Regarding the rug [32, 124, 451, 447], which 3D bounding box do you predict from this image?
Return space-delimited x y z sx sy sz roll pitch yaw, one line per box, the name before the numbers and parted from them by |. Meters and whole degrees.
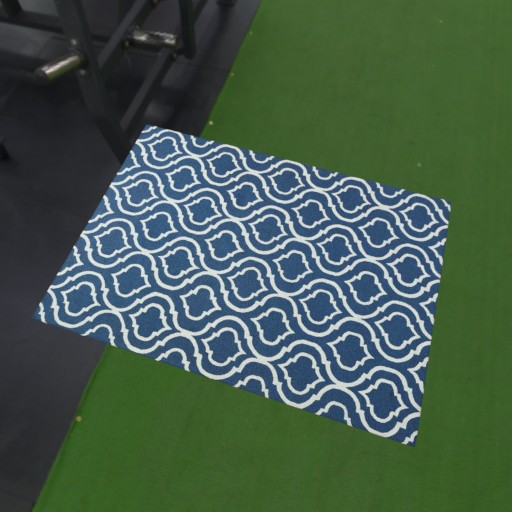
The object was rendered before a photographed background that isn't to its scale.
rug | 0.000 0.000 2.654 2.134 0.010 1.524 16 63 8
